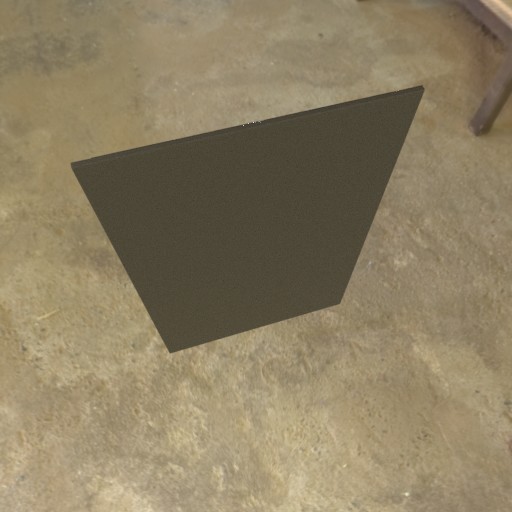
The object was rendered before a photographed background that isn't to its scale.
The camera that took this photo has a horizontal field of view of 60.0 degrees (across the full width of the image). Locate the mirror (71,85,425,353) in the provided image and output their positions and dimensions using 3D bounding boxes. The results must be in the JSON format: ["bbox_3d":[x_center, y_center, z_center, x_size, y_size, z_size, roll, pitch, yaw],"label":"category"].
[{"bbox_3d":[0.000,0.000,1.137,0.613,0.914,0.039,-15,61,-9],"label":"mirror"}]
